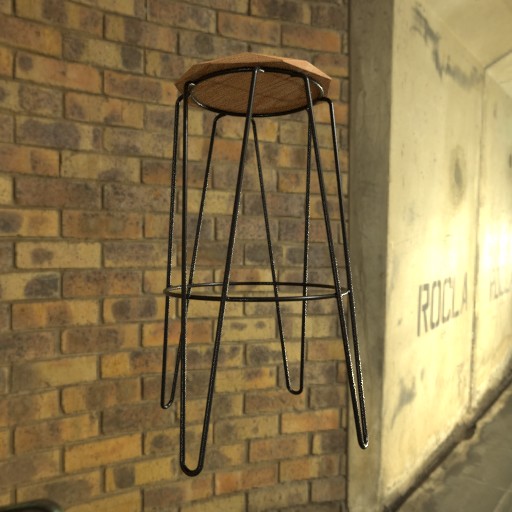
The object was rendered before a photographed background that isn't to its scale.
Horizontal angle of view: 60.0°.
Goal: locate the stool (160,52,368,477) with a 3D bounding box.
[{"bbox_3d":[0.000,0.000,0.791,0.326,0.610,0.326,0,1,-18],"label":"stool"}]
